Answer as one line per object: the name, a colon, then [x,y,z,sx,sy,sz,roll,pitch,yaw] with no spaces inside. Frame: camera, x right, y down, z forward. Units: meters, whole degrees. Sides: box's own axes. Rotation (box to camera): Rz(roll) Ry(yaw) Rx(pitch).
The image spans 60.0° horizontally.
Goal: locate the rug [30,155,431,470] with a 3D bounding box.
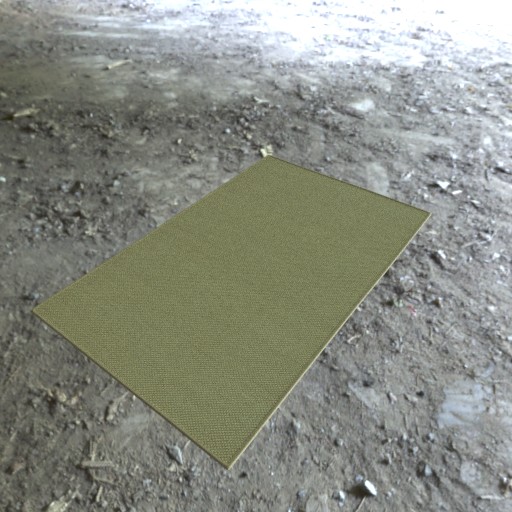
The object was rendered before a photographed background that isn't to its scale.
rug: [0.000,0.000,2.081,1.067,0.013,1.676,26,47,27]
